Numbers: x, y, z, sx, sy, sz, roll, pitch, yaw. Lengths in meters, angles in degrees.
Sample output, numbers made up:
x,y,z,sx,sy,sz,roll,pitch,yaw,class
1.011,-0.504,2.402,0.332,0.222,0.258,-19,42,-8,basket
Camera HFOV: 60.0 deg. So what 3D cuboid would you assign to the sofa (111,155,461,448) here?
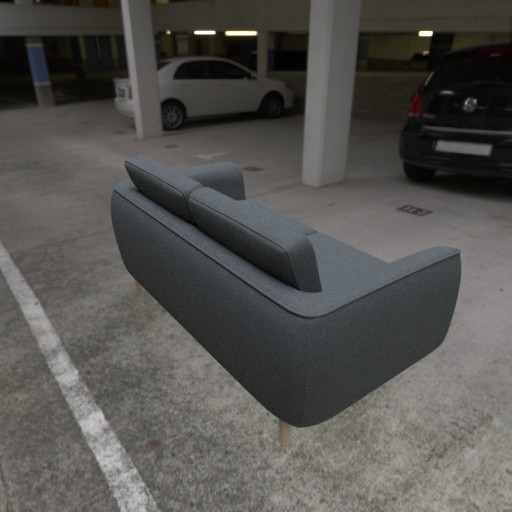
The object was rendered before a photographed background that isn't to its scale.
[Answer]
x,y,z,sx,sy,sz,roll,pitch,yaw,class
0.000,0.000,2.215,0.920,0.850,1.700,-19,32,-32,sofa
